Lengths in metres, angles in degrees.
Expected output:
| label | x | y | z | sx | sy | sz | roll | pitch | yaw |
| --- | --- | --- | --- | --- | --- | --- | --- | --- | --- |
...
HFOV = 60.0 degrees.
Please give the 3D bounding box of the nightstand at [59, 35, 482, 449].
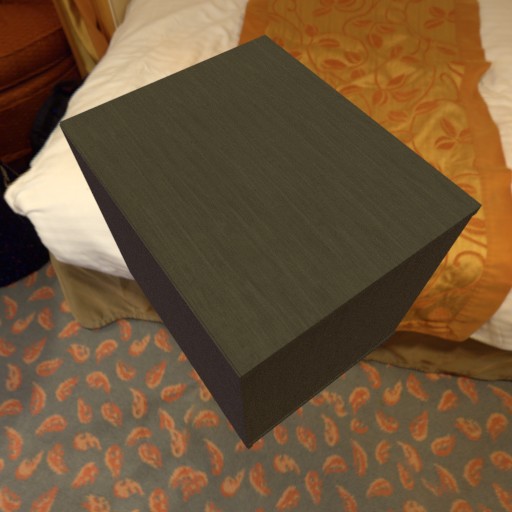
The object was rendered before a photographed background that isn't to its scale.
| label | x | y | z | sx | sy | sz | roll | pitch | yaw |
| --- | --- | --- | --- | --- | --- | --- | --- | --- | --- |
| nightstand | 0.000 | 0.000 | 0.746 | 0.347 | 0.448 | 0.427 | -32 | 63 | -18 |
